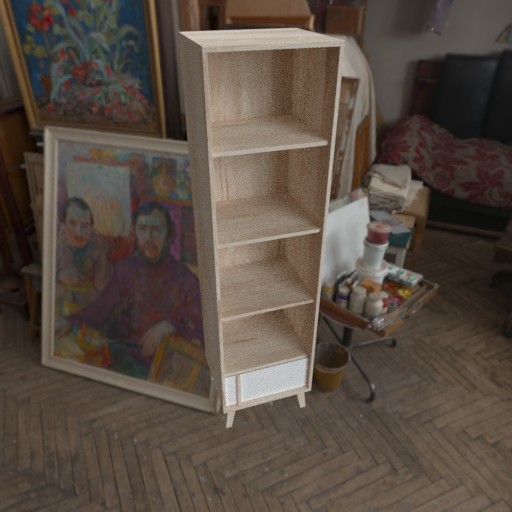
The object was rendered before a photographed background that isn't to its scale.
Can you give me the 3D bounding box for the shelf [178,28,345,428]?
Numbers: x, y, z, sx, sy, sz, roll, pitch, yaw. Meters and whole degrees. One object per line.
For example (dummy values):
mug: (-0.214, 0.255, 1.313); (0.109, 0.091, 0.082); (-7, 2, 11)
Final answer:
shelf: (0.000, 0.000, 2.191); (0.510, 1.960, 0.450); (-10, 34, -15)
